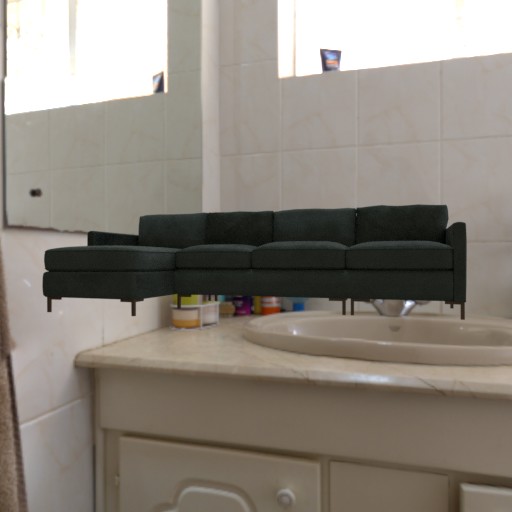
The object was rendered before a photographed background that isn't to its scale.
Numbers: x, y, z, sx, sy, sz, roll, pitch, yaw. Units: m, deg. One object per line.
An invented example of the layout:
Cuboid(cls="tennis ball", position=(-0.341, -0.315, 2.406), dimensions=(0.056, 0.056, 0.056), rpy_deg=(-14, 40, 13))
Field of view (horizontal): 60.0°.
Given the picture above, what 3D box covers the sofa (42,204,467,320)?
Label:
Cuboid(cls="sofa", position=(0.000, 0.000, 3.961), dimensions=(3.400, 0.967, 1.500), rpy_deg=(0, -1, 19))
